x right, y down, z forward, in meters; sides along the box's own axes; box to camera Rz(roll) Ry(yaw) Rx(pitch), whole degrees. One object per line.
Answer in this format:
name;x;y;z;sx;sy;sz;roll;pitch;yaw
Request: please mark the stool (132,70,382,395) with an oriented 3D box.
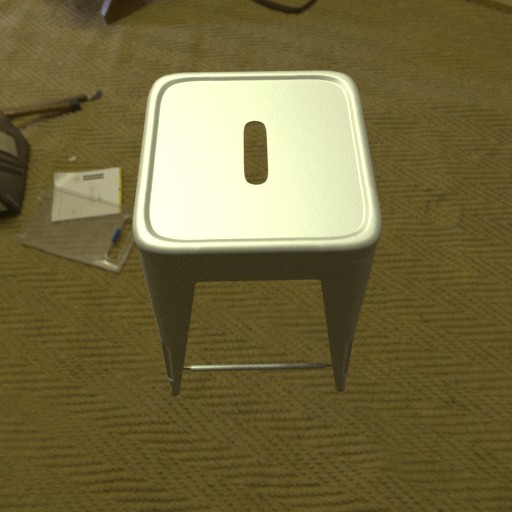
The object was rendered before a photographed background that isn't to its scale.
stool;0.000;0.000;0.853;0.406;0.610;0.406;-1;63;-1
